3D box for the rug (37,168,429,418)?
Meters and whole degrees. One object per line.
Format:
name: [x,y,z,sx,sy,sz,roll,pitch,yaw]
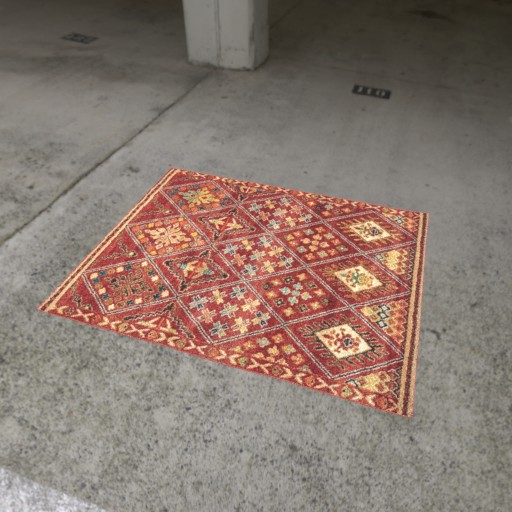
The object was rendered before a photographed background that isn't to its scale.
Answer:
rug: [0.000,0.000,4.252,3.086,0.030,2.489,13,43,14]
